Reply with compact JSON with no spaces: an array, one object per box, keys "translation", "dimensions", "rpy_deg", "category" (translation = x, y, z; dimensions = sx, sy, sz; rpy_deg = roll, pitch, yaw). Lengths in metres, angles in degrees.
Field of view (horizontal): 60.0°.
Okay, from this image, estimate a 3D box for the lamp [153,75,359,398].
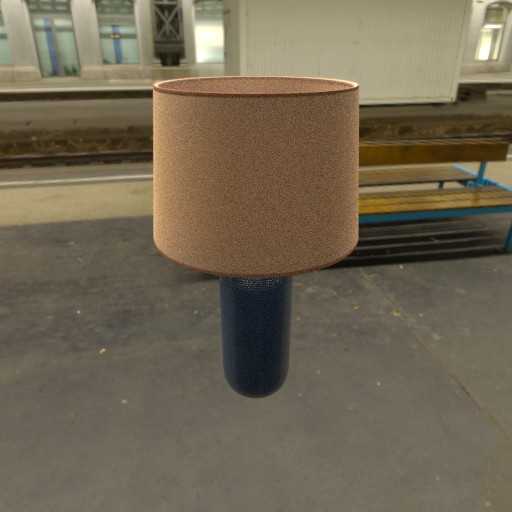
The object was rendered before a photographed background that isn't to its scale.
[{"translation":[0.000,0.000,0.834],"dimensions":[0.367,0.609,0.367],"rpy_deg":[0,26,0],"category":"lamp"}]
